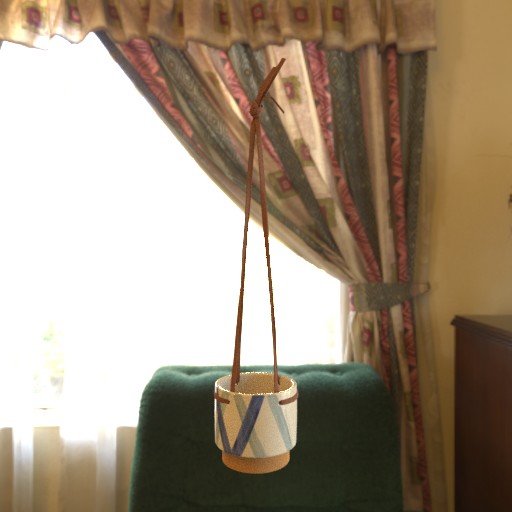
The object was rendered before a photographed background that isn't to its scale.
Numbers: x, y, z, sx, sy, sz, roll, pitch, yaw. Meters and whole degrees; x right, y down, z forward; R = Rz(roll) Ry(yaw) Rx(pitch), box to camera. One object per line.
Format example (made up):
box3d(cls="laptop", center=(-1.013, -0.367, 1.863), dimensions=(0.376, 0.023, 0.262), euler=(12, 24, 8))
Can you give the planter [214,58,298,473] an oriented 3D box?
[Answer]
box3d(cls="planter", center=(0.000, 0.000, 0.831), dimensions=(0.157, 0.753, 0.153), euler=(0, 0, -18))
